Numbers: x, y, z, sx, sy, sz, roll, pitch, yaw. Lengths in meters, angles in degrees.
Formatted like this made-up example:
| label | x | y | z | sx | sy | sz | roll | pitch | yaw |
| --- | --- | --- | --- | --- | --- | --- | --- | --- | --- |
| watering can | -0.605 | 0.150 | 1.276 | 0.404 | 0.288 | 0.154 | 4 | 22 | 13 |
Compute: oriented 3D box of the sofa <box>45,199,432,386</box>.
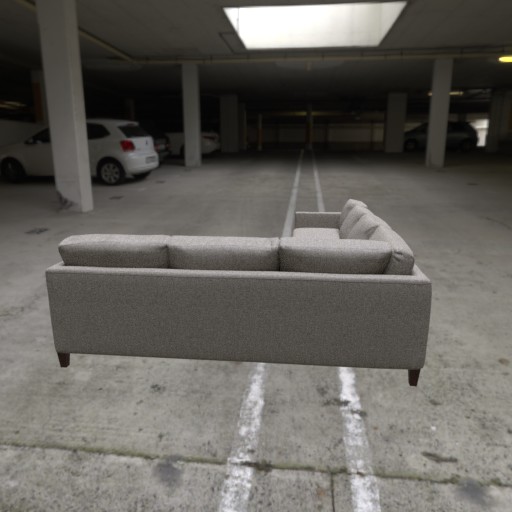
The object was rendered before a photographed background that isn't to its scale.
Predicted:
| label | x | y | z | sx | sy | sz | roll | pitch | yaw |
| --- | --- | --- | --- | --- | --- | --- | --- | --- | --- |
| sofa | 0.000 | 0.000 | 4.500 | 2.593 | 0.947 | 3.302 | 1 | 13 | 6 |
